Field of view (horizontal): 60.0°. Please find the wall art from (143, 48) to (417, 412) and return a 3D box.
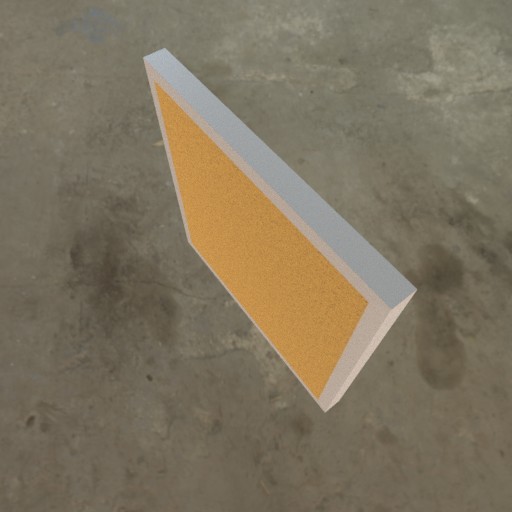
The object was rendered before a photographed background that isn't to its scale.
[{"bbox_3d":[0.000,0.000,1.975,0.098,1.291,1.289,-33,65,-18],"label":"wall art"}]
